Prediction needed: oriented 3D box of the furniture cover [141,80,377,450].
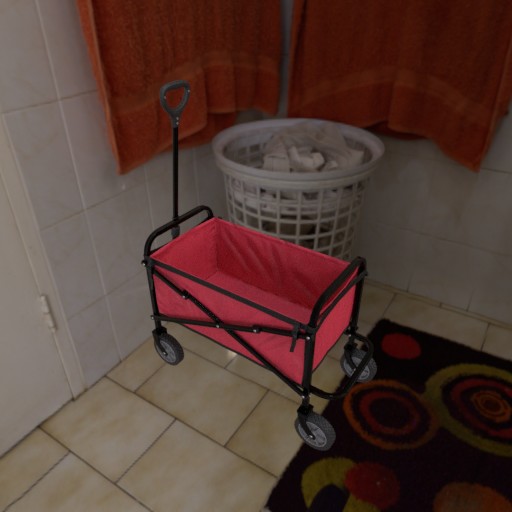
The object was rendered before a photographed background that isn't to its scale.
[{"bbox_3d":[0.000,0.000,1.839,1.038,1.295,0.532,20,38,29],"label":"furniture cover"}]
